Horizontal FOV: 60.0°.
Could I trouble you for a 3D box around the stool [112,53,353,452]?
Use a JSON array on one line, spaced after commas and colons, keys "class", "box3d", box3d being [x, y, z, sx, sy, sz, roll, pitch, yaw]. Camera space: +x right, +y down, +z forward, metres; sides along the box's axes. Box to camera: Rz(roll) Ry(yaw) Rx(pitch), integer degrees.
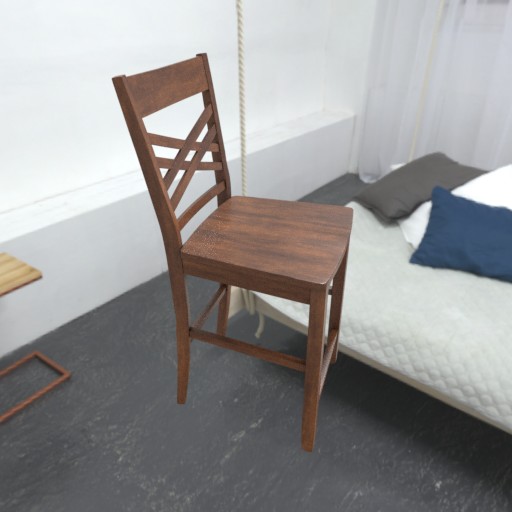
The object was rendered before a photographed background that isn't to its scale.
[{"class": "stool", "box3d": [0.000, 0.000, 1.360, 0.539, 1.079, 0.462, 10, 32, 16]}]
